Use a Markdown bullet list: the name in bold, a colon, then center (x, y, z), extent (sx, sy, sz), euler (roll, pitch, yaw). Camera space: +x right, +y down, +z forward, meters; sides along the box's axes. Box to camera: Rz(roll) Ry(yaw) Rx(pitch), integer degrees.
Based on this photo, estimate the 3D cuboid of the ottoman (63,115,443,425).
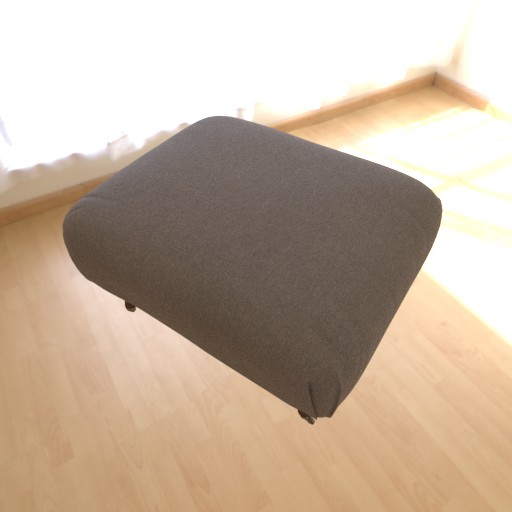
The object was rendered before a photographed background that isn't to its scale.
- **ottoman**: center (0.000, 0.000, 1.136), extent (0.747, 0.450, 0.622), euler (26, 51, 23)
